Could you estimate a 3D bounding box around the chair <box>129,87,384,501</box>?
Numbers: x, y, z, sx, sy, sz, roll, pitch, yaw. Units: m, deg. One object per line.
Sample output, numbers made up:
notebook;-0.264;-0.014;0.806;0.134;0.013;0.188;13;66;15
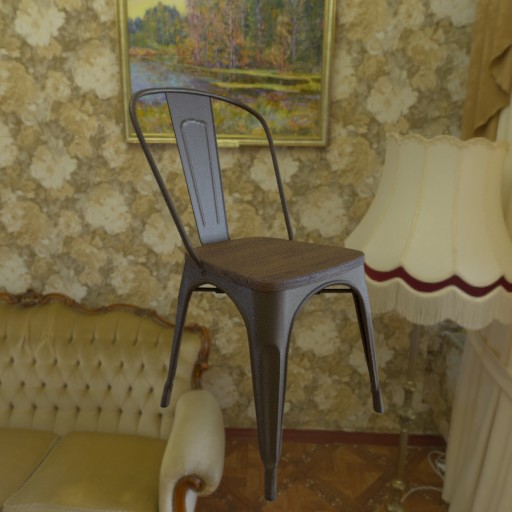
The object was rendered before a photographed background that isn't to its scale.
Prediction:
chair;0.000;0.000;1.120;0.532;0.844;0.451;13;19;43
